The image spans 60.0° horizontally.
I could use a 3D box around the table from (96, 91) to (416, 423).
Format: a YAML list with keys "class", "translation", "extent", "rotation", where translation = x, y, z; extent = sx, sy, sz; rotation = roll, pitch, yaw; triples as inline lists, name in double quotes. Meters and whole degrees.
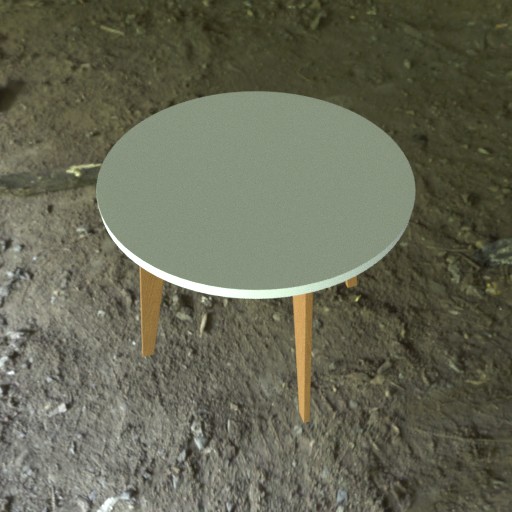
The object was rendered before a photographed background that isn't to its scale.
- class: "table"
  translation: [0.000, 0.000, 1.561]
  extent: [0.896, 0.762, 0.896]
  rotation: [0, 48, 0]
